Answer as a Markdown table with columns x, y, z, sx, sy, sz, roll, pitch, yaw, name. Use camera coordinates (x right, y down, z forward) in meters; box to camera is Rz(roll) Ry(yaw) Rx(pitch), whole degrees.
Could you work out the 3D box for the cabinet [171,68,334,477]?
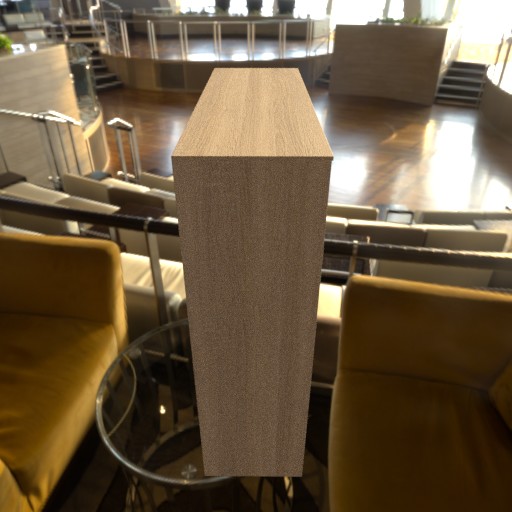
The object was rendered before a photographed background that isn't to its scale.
| x | y | z | sx | sy | sz | roll | pitch | yaw | name |
| --- | --- | --- | --- | --- | --- | --- | --- | --- | --- |
| 0.000 | 0.000 | 2.993 | 0.620 | 2.060 | 1.870 | 0 | 32 | 0 | cabinet |
